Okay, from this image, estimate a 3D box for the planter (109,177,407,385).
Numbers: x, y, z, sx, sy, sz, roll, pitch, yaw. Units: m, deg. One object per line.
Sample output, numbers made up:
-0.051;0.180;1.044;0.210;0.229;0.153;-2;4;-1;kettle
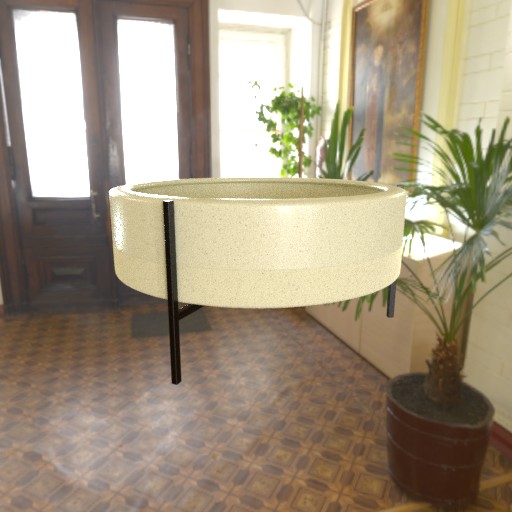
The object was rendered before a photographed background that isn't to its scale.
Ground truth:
0.000;0.000;0.541;0.336;0.171;0.345;7;15;25;planter
